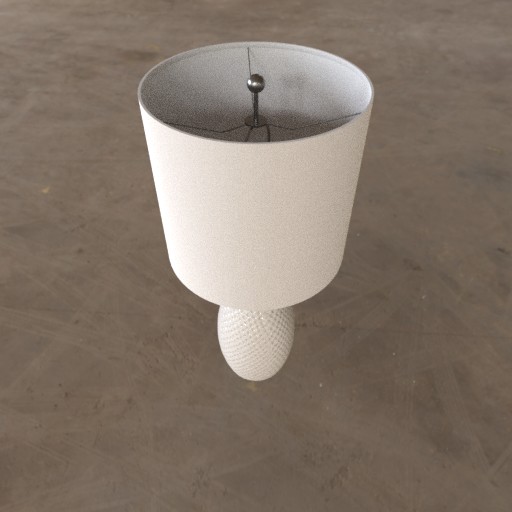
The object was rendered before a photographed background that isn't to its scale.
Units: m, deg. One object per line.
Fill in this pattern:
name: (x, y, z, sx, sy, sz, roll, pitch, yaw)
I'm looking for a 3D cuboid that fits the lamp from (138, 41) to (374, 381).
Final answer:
lamp: (0.000, 0.000, 0.567, 0.214, 0.466, 0.214, 18, 48, 18)
